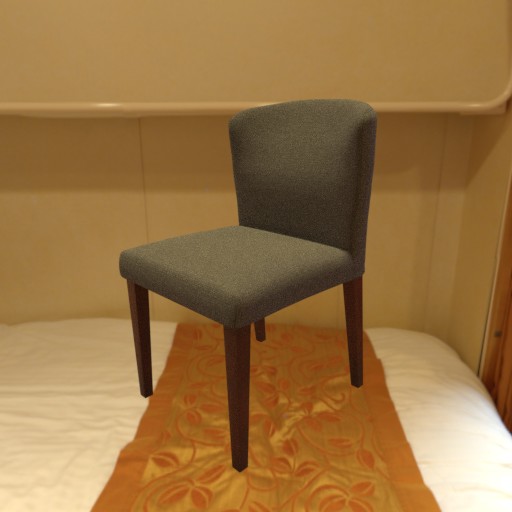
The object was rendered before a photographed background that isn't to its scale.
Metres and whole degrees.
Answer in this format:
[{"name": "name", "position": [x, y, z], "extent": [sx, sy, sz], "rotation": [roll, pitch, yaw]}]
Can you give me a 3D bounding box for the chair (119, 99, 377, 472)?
[{"name": "chair", "position": [0.000, 0.000, 1.227], "extent": [0.589, 0.839, 0.491], "rotation": [-16, 23, -42]}]
